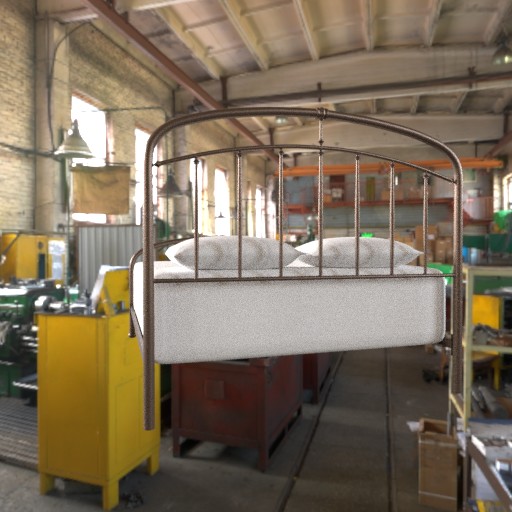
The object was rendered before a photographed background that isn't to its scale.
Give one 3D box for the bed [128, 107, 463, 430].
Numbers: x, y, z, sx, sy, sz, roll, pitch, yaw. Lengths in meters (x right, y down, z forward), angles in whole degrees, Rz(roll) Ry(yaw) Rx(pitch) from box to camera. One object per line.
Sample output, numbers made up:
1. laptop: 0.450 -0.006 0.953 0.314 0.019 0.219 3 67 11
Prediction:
1. bed: 0.000 0.000 3.177 1.711 1.475 2.168 0 1 -18
